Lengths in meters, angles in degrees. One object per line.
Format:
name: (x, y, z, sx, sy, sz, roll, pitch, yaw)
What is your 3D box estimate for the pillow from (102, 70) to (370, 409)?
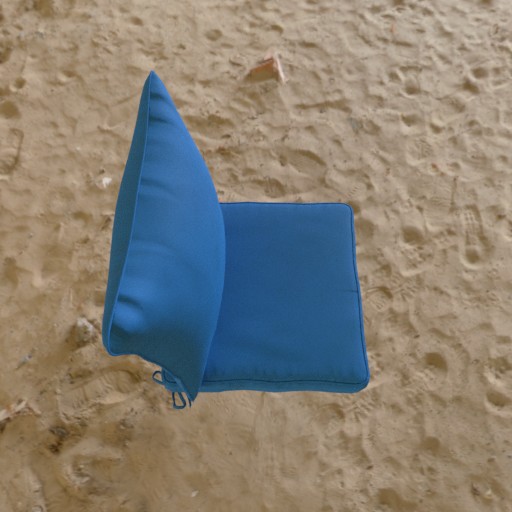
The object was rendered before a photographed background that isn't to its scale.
pillow: (0.000, 0.000, 1.332, 0.733, 0.725, 0.798, 1, 63, 0)
